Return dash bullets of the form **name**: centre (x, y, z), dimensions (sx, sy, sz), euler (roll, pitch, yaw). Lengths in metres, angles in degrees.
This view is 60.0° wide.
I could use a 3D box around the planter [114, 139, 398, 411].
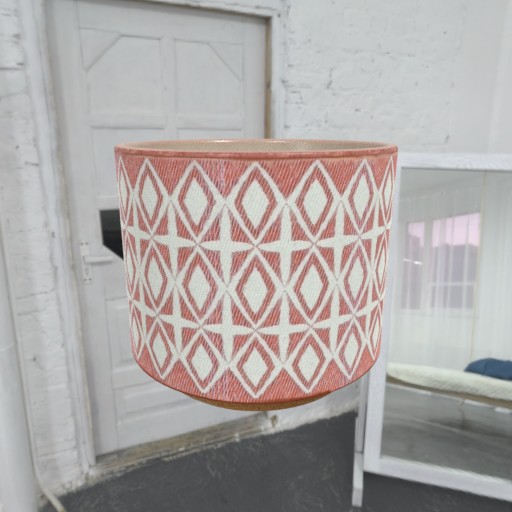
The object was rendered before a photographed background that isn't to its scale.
- **planter**: centre (0.000, 0.000, 0.479), dimensions (0.273, 0.237, 0.273), euler (0, 17, 0)
